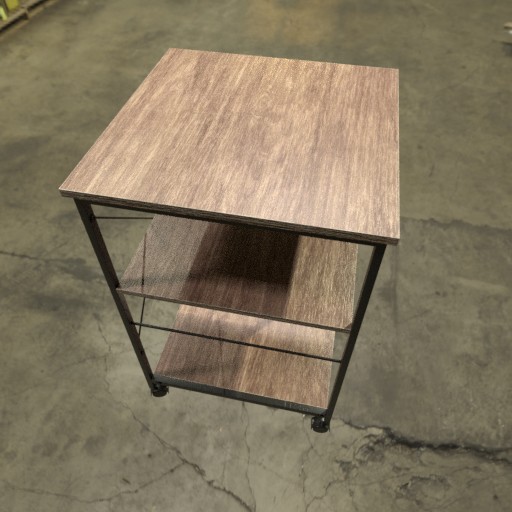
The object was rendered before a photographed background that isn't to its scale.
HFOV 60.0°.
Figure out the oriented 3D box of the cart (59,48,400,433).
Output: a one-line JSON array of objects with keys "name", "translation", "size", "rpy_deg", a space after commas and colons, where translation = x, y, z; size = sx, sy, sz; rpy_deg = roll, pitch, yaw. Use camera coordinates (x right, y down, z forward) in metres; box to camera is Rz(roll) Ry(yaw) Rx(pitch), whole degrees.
[{"name": "cart", "translation": [0.000, 0.000, 1.108], "size": [0.520, 0.762, 0.521], "rpy_deg": [9, 49, 8]}]
